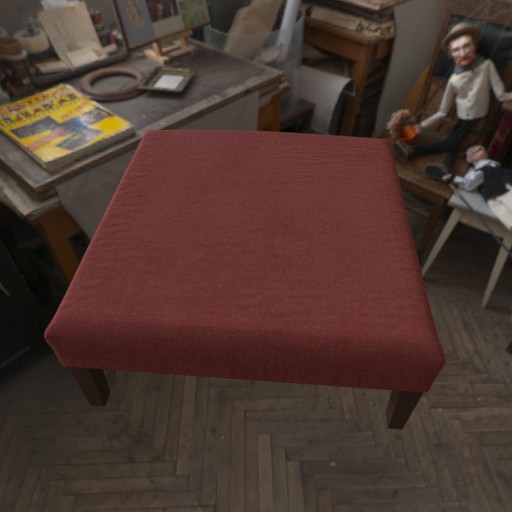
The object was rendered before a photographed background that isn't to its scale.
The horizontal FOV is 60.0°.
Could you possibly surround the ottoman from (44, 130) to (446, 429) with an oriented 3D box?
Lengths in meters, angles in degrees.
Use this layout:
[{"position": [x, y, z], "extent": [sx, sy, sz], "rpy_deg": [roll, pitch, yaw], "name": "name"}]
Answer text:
[{"position": [0.000, 0.000, 1.388], "extent": [0.890, 0.411, 0.889], "rpy_deg": [3, 46, 3], "name": "ottoman"}]
